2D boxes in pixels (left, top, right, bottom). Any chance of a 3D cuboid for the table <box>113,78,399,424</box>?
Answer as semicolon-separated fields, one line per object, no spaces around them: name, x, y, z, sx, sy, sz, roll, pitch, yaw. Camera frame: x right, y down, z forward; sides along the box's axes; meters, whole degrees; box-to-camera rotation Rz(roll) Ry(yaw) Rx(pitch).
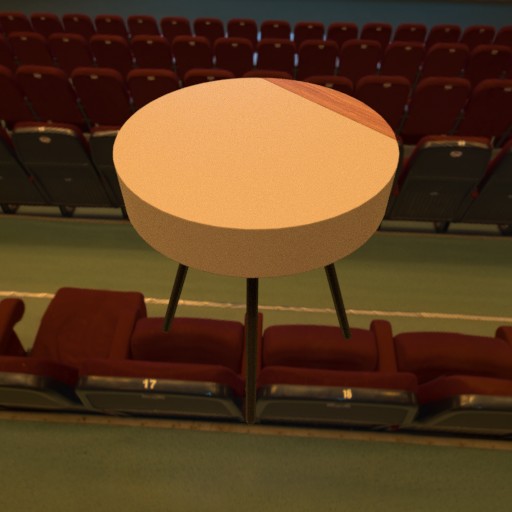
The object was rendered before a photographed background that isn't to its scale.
table;0.000;0.000;0.872;0.450;0.525;0.450;0;45;0
